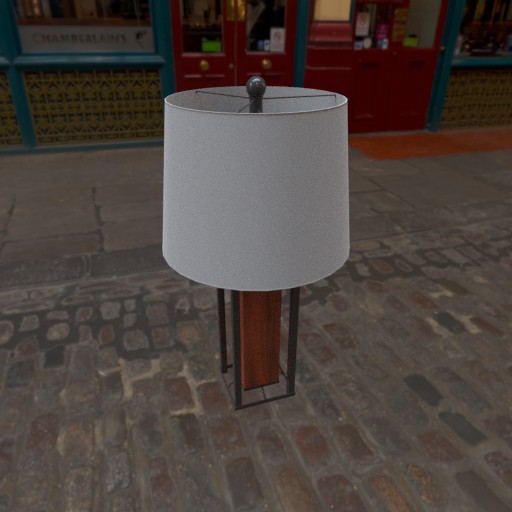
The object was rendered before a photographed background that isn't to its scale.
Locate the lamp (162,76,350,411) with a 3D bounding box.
[{"bbox_3d":[0.000,0.000,0.782,0.320,0.591,0.320,0,28,0],"label":"lamp"}]
